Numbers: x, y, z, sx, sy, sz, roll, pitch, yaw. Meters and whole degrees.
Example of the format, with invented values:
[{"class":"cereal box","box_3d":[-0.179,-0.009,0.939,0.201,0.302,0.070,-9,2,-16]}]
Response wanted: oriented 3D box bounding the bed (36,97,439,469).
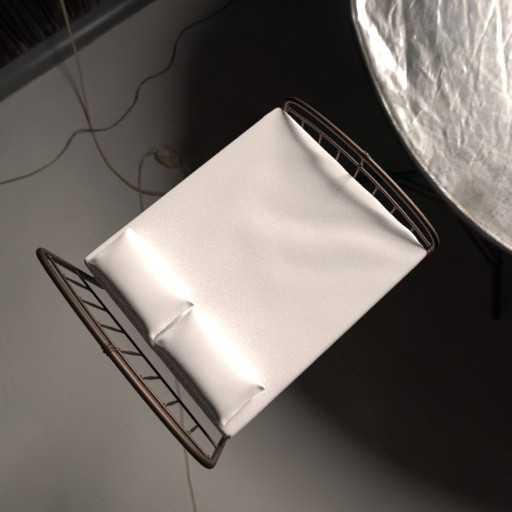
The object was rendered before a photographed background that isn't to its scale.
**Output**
[{"class":"bed","box_3d":[0.000,0.000,3.220,2.180,1.425,1.711,-40,79,-10]}]
